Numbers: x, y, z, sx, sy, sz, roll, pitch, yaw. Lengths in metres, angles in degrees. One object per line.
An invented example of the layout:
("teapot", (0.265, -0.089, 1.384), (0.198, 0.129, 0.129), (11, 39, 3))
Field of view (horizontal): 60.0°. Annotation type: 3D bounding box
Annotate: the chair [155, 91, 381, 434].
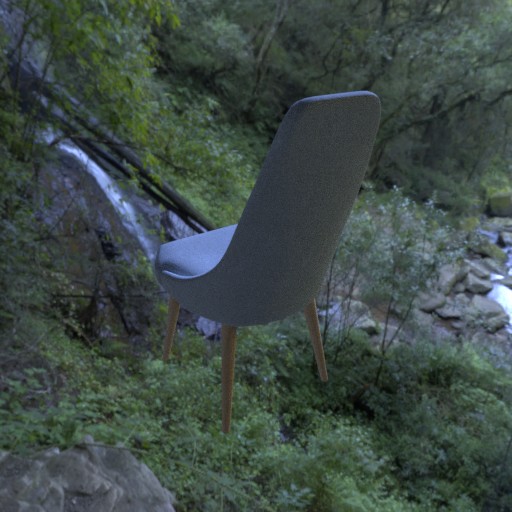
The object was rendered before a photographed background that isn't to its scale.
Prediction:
("chair", (0.000, 0.000, 1.382), (0.510, 1.040, 0.660), (-18, 33, -29))
